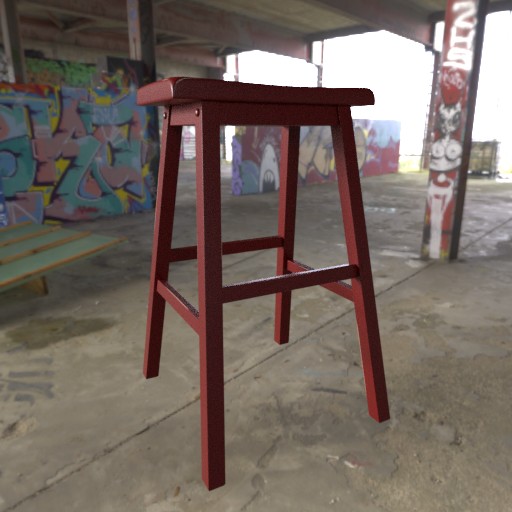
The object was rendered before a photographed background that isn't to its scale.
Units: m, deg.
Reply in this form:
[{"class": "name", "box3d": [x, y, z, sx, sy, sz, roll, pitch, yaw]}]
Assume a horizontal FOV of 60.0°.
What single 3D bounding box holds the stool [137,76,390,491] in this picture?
[{"class": "stool", "box3d": [0.000, 0.000, 1.034, 0.457, 0.737, 0.476, -8, 18, -27]}]
